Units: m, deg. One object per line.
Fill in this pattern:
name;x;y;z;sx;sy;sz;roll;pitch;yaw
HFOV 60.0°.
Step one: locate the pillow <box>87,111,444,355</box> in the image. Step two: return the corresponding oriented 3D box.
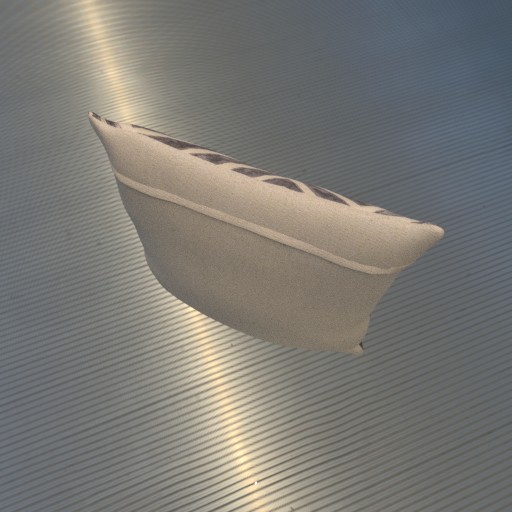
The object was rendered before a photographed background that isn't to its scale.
pillow;0.000;0.000;0.680;0.440;0.441;0.182;21;65;10
